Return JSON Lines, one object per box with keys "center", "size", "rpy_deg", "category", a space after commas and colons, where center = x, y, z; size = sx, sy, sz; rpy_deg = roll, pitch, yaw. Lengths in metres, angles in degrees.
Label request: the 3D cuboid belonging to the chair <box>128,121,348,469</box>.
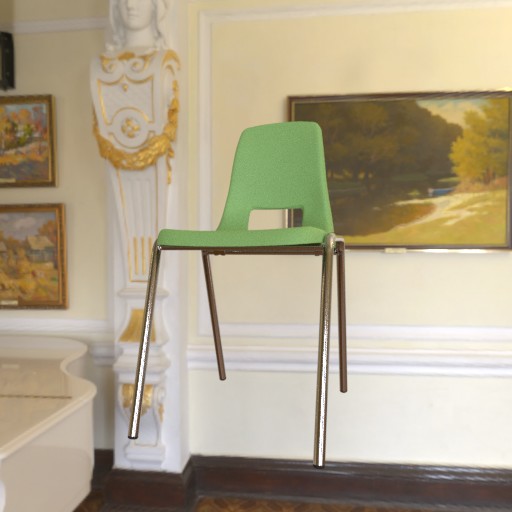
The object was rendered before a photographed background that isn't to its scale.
{"center": [0.000, 0.000, 0.989], "size": [0.381, 0.704, 0.436], "rpy_deg": [0, 1, 18], "category": "chair"}
